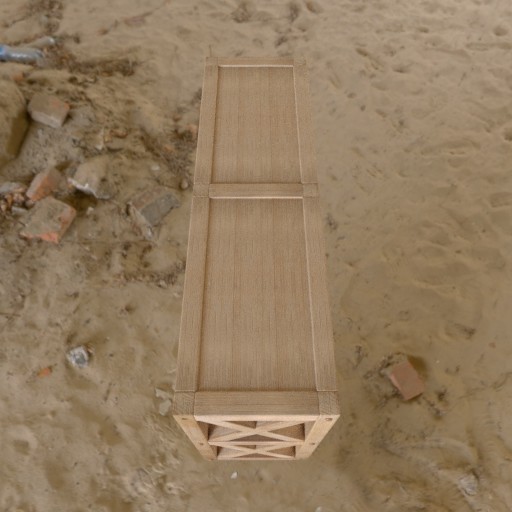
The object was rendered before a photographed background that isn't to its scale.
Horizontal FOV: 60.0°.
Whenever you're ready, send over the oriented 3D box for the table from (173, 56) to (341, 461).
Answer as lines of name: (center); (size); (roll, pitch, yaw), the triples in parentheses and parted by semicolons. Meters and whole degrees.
table: (0.000, 0.000, 1.662); (0.381, 0.762, 1.320); (0, 58, 0)
